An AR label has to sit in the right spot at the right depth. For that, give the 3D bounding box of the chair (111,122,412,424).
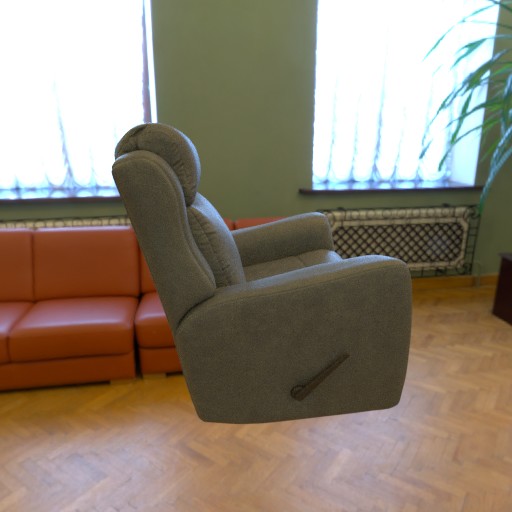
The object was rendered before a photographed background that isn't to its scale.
[{"bbox_3d":[0.000,0.000,1.938,1.068,1.116,0.967,-3,17,-11],"label":"chair"}]
